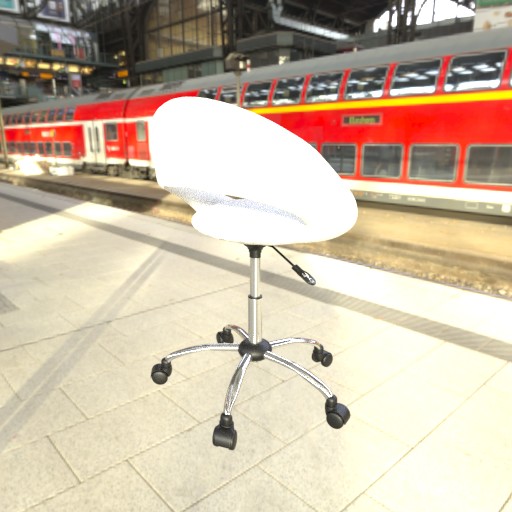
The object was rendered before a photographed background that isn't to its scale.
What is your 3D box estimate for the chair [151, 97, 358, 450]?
[{"bbox_3d":[0.000,0.000,1.208,0.538,0.791,0.612,-14,20,-43],"label":"chair"}]
